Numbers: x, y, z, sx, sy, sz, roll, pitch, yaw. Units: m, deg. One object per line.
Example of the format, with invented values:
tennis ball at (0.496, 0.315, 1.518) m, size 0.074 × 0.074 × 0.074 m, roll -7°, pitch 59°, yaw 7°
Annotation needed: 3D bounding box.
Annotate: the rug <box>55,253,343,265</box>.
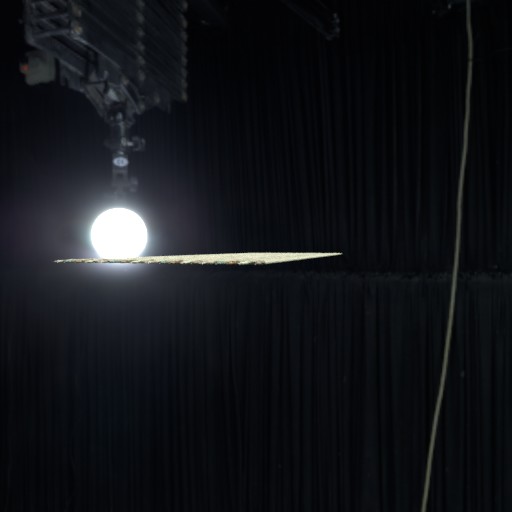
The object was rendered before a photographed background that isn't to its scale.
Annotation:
rug at (0.000, 0.000, 2.640) m, size 0.769 × 0.013 × 2.440 m, roll 0°, pitch 1°, yaw 17°
